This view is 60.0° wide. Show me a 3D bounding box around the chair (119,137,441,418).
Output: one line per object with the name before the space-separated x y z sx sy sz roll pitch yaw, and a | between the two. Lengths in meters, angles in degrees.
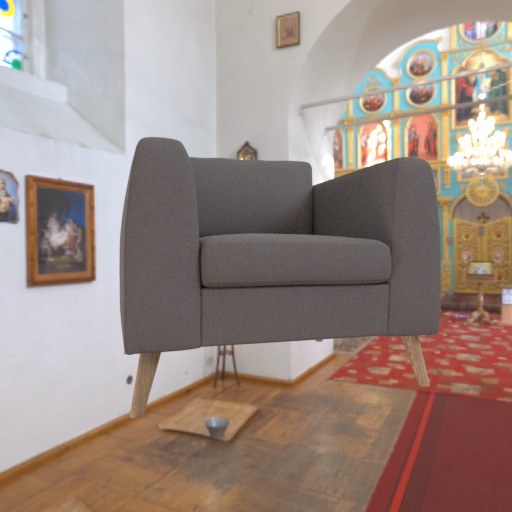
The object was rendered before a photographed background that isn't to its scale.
chair | 0.000 0.000 1.708 1.000 0.860 0.930 0 0 -18
